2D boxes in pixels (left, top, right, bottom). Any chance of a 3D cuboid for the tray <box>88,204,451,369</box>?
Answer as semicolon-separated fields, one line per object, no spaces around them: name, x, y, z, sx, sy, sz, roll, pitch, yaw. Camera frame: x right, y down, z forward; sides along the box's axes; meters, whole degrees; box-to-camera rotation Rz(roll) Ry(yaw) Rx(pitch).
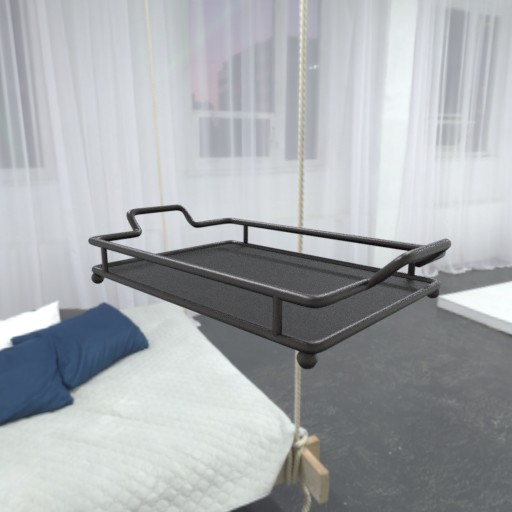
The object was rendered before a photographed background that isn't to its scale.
tray;0.000;0.000;0.625;0.495;0.101;0.297;12;18;42
